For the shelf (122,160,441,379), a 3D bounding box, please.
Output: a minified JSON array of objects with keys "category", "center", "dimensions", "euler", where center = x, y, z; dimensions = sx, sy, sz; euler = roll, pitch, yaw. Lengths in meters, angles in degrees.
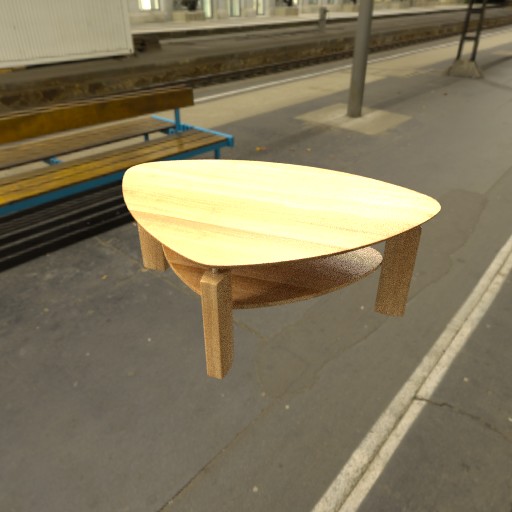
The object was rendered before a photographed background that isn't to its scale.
[{"category":"shelf","center":[0.000,0.000,1.684],"dimensions":[1.240,0.439,0.863],"euler":[10,32,16]}]
